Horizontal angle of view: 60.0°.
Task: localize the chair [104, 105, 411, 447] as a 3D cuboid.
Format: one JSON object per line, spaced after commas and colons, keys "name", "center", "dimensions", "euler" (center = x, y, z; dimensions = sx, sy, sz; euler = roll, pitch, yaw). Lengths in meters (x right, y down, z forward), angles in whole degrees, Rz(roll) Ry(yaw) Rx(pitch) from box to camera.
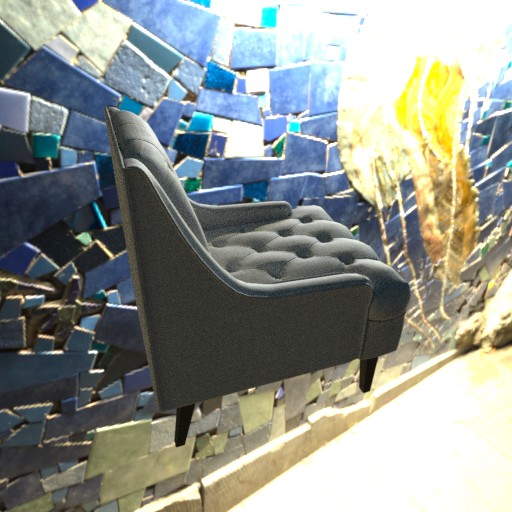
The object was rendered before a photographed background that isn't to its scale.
{"name": "chair", "center": [0.000, 0.000, 1.427], "dimensions": [0.772, 0.891, 0.658], "euler": [-10, 31, -17]}
